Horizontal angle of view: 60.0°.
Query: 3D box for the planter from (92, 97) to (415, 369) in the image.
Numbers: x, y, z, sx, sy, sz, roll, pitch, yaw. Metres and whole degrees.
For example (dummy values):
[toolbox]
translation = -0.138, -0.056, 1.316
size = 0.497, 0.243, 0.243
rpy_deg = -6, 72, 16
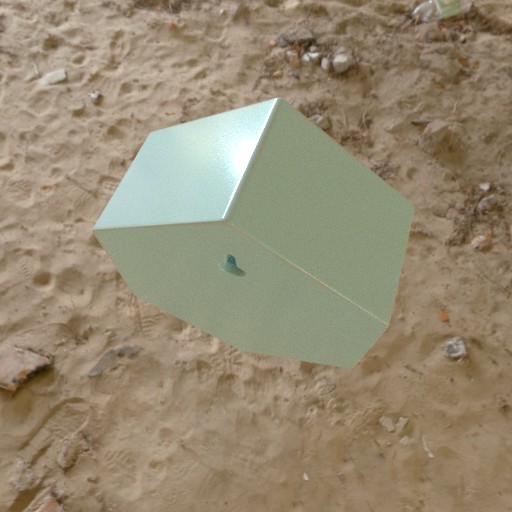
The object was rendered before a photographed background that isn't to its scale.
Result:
[planter]
translation = 0.000, 0.000, 0.295
size = 0.169, 0.207, 0.078
rpy_deg = 17, 64, 9
